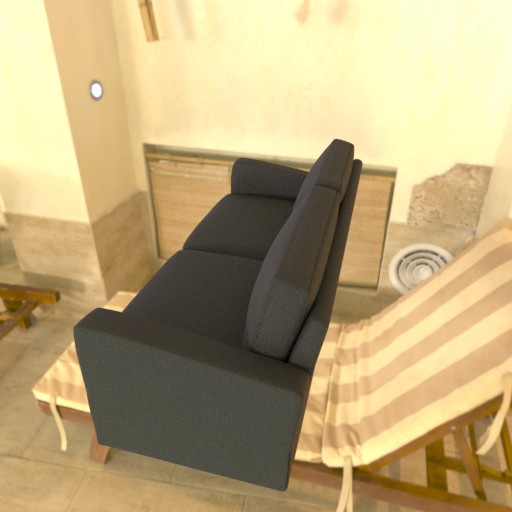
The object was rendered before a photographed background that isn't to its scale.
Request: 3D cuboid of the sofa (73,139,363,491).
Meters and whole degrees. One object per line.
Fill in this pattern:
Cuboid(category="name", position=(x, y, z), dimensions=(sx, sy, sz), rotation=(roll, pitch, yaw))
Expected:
Cuboid(category="sofa", position=(0.000, 0.000, 2.249), dimensions=(0.898, 0.839, 1.852), rotation=(8, 31, 13))
